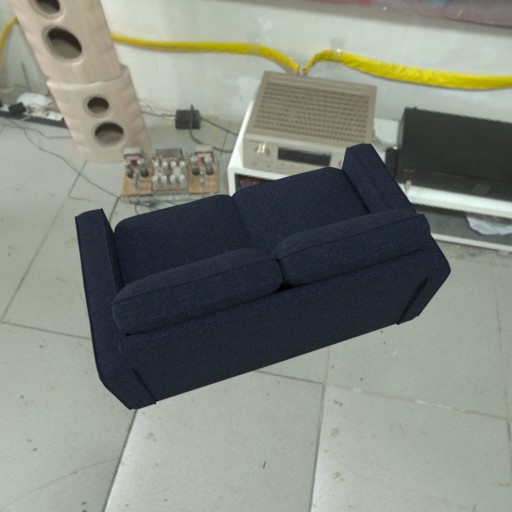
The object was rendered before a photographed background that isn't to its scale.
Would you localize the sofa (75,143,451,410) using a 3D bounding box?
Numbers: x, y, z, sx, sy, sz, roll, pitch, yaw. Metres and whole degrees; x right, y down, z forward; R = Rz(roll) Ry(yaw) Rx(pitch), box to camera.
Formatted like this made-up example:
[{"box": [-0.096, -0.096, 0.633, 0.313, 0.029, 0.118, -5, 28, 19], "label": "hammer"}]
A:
[{"box": [0.000, 0.000, 2.334, 1.709, 0.918, 0.947, -16, 60, -10], "label": "sofa"}]
